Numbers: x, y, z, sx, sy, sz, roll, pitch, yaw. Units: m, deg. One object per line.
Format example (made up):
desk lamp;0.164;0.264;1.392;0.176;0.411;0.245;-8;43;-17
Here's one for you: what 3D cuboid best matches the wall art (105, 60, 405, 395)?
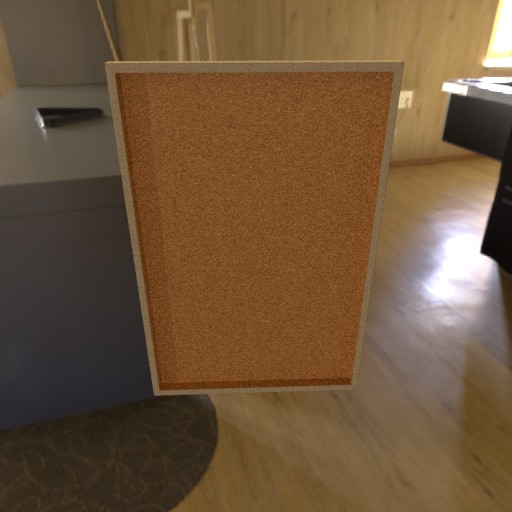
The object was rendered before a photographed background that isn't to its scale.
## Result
wall art;0.000;0.000;1.135;0.610;0.914;0.038;-1;28;-2
